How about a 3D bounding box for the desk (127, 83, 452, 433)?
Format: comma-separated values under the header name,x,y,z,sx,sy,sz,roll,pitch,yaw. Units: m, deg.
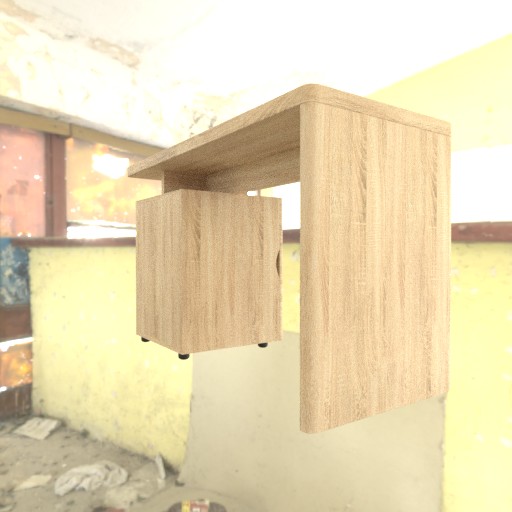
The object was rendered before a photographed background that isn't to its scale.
name,x,y,z,sx,sy,sz,roll,pitch,yaw
desk,0.000,0.000,1.599,0.550,0.760,1.200,0,1,-35
